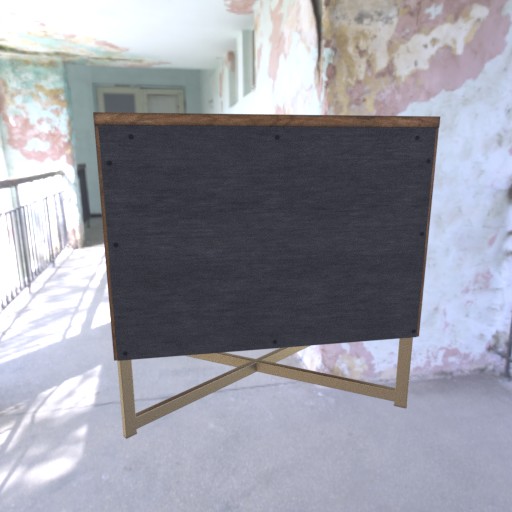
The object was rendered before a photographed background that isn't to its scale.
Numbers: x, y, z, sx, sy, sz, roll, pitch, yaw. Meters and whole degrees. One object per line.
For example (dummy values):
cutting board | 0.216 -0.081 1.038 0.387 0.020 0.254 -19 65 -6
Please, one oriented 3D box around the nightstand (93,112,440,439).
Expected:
nightstand | 0.000 0.000 1.047 0.610 0.610 0.446 -2 14 -10
